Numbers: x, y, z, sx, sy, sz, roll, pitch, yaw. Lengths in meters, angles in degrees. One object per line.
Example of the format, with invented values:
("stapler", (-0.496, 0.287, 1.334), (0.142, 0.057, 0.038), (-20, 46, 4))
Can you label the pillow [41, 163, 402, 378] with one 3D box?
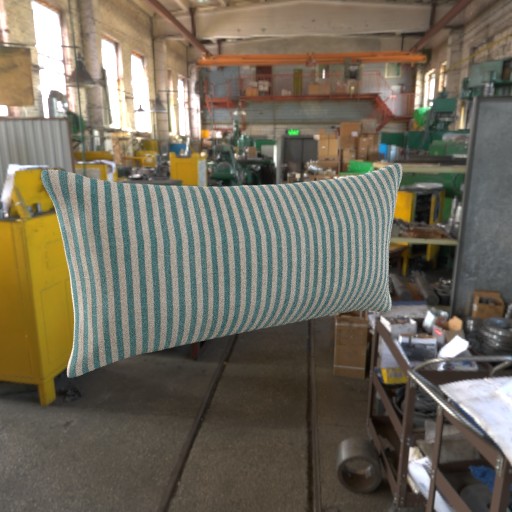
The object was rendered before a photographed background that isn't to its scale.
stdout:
("pillow", (0.000, 0.000, 0.737), (0.617, 0.295, 0.151), (-7, 15, -26))
